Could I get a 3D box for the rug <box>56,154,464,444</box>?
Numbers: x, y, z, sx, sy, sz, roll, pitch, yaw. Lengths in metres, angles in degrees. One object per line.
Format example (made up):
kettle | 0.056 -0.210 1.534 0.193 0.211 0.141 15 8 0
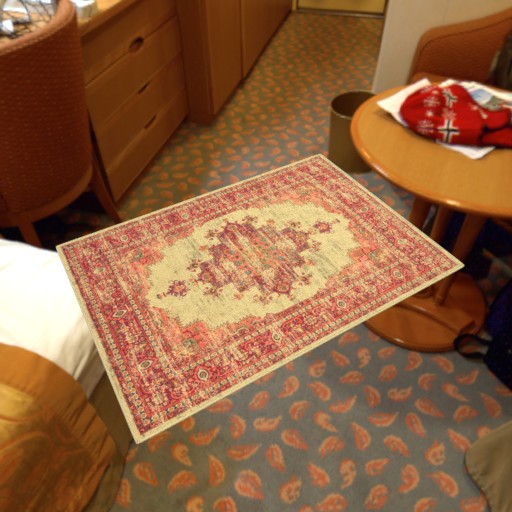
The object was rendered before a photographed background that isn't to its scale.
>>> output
rug | 0.000 0.000 3.784 2.878 0.014 2.005 -23 50 -21
